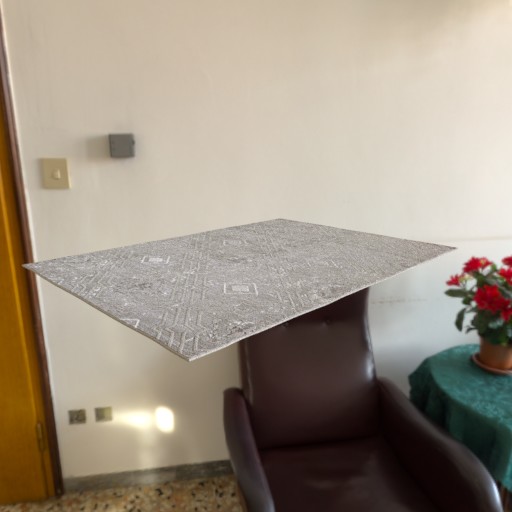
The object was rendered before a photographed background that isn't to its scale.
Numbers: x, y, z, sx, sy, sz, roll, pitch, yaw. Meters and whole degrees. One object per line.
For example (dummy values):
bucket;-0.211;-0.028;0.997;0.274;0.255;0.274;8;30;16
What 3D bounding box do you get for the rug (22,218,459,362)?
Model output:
rug;0.000;0.000;4.169;3.359;0.020;2.448;-14;20;-43
